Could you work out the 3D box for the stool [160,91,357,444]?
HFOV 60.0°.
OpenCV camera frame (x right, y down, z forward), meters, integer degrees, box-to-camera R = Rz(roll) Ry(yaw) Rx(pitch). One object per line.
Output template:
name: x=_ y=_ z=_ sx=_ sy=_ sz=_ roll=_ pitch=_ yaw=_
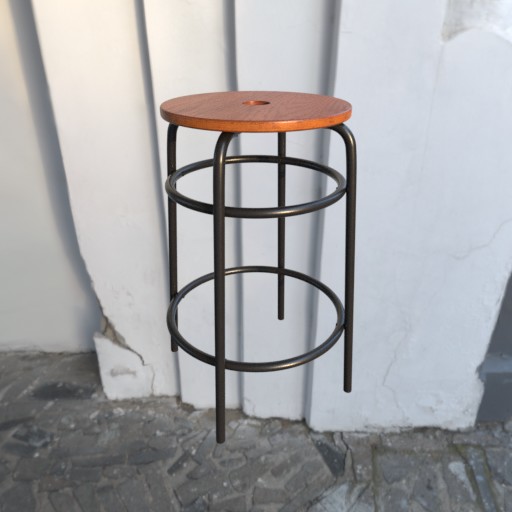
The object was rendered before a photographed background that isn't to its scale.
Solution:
stool: x=0.000 y=0.000 z=0.924 sx=0.455 sy=0.610 sz=0.455 roll=9 pitch=29 yaw=17
